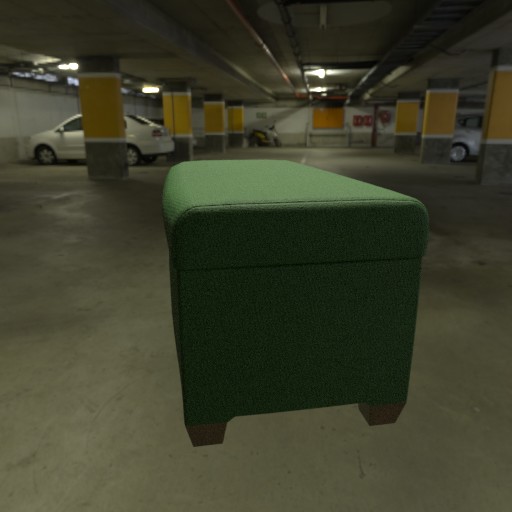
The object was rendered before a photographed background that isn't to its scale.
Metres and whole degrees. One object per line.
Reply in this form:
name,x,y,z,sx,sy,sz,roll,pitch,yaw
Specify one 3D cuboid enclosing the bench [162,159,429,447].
bench,0.000,0.000,1.284,0.505,0.501,0.989,-3,16,-10
